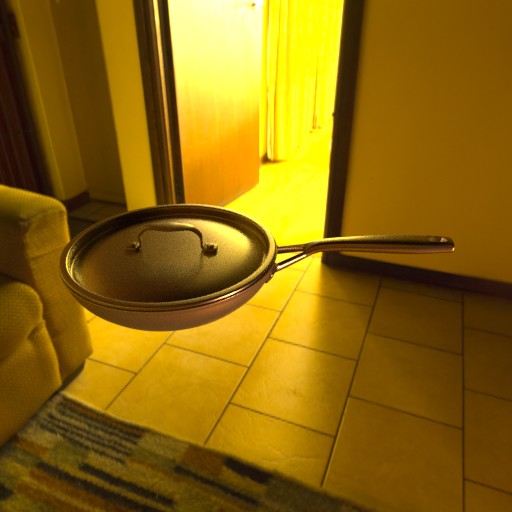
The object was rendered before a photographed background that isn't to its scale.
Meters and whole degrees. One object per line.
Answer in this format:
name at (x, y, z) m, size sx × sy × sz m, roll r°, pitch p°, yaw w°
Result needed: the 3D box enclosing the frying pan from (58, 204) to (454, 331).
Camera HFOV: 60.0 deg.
frying pan at (0.000, 0.000, 0.572) m, size 0.490 × 0.086 × 0.272 m, roll 1°, pitch 30°, yaw 2°
